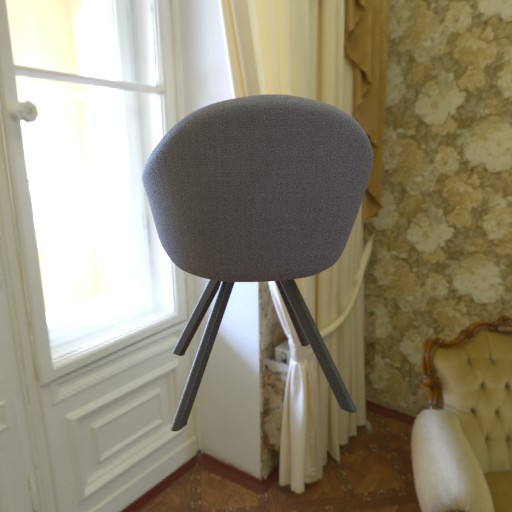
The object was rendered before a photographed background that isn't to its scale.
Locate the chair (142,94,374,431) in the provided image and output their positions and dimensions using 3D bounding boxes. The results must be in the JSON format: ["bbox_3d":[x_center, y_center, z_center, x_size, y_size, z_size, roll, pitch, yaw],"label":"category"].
[{"bbox_3d":[0.000,0.000,1.225,0.590,0.795,0.550,-2,14,-9],"label":"chair"}]
